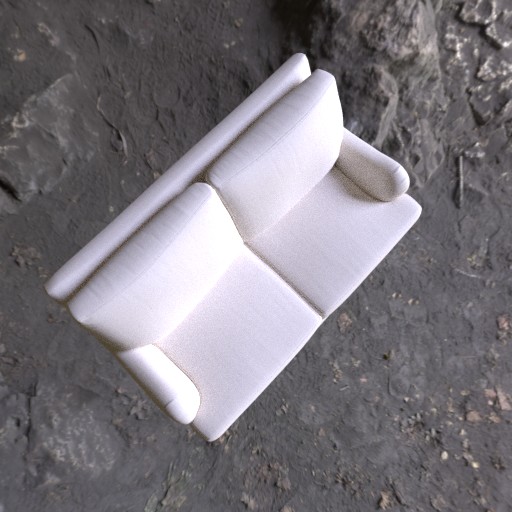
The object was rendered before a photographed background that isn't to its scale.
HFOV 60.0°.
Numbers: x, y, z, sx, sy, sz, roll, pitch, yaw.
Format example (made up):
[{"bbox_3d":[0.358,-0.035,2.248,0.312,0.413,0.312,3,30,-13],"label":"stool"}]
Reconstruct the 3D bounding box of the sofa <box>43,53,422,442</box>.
[{"bbox_3d":[0.000,0.000,2.543,1.084,1.101,1.853,43,79,10],"label":"sofa"}]
